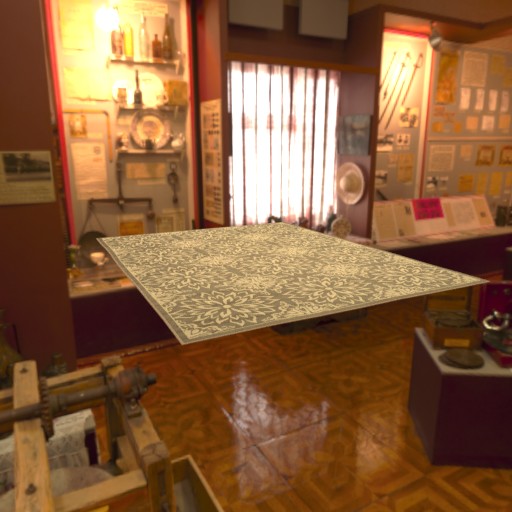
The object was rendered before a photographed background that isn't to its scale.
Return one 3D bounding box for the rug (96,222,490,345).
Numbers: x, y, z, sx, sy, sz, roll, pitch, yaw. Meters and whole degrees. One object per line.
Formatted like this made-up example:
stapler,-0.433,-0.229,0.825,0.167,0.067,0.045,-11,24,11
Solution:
rug,0.000,0.000,4.036,2.363,0.012,2.980,-7,15,-26
